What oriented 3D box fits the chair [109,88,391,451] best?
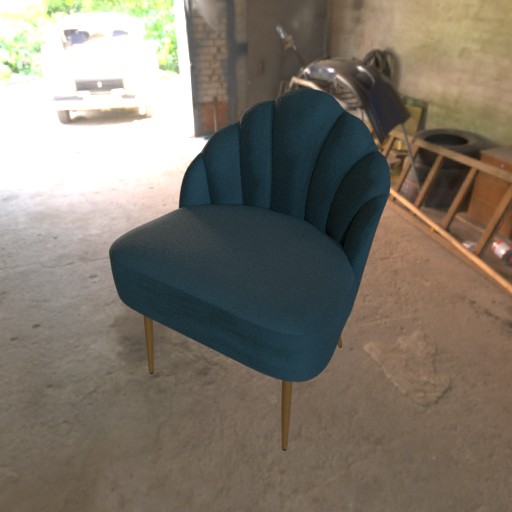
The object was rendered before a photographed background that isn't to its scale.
[{"bbox_3d":[0.000,0.000,1.269,0.657,0.819,0.599,19,37,28],"label":"chair"}]
